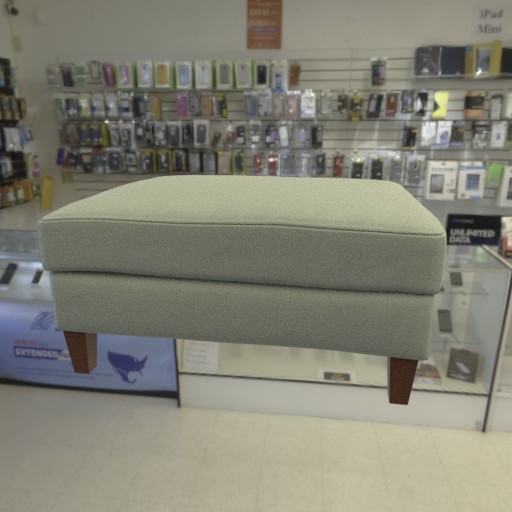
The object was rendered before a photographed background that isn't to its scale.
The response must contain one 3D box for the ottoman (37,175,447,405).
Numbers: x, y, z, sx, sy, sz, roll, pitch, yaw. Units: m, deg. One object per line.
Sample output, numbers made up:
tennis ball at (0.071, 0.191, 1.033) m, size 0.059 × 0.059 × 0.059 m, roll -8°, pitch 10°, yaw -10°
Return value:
ottoman at (0.000, 0.000, 1.457) m, size 0.991 × 0.494 × 0.842 m, roll 3°, pitch 17°, yaw 9°
